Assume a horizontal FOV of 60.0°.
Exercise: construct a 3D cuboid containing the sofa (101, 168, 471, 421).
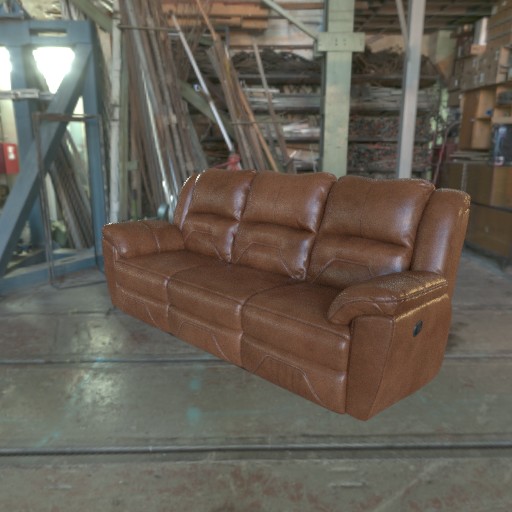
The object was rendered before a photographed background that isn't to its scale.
[{"bbox_3d":[0.000,0.000,2.824,2.337,1.043,0.991,13,19,42],"label":"sofa"}]
